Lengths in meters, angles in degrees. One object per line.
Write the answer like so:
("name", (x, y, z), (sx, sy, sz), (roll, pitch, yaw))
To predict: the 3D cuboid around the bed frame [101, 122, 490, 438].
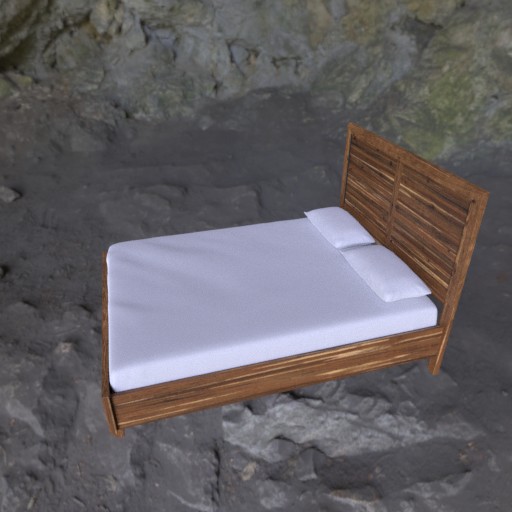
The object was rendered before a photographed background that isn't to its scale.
("bed frame", (0.000, 0.000, 3.300), (2.276, 1.417, 1.696), (-8, 31, -14))
